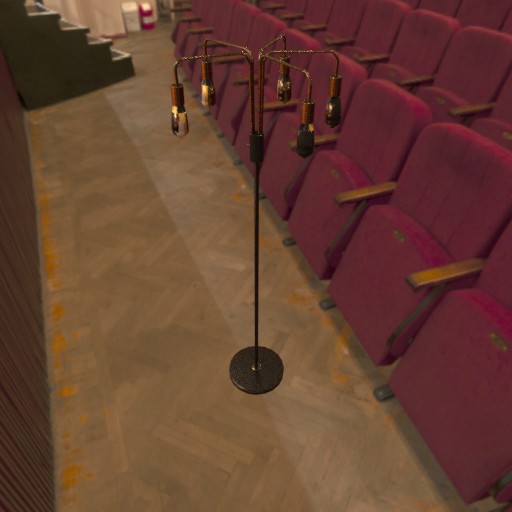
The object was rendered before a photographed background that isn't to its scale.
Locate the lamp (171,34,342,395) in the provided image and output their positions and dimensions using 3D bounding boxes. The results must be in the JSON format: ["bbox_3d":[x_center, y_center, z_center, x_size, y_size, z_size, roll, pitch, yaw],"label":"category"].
[{"bbox_3d":[0.000,0.000,1.986,0.599,1.721,0.572,-11,41,-14],"label":"lamp"}]
